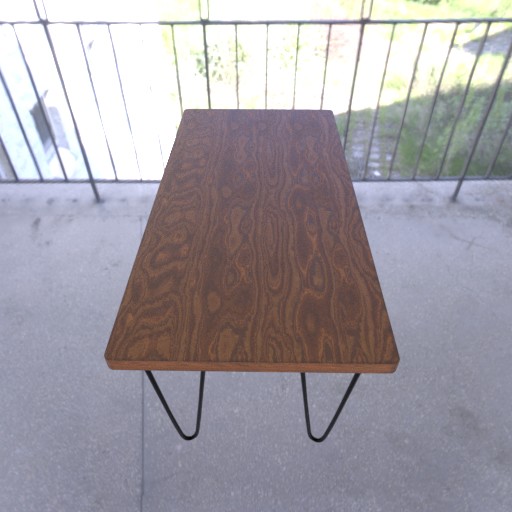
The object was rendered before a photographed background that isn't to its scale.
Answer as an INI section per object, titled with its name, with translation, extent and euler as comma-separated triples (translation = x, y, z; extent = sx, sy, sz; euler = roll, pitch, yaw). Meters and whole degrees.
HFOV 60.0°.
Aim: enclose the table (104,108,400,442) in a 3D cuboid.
[table]
translation = 0.000, 0.000, 2.223
extent = 0.883, 0.753, 1.791
euler = 1, 42, 1
